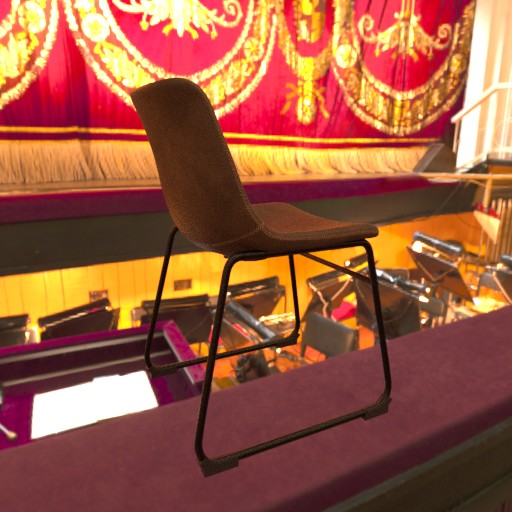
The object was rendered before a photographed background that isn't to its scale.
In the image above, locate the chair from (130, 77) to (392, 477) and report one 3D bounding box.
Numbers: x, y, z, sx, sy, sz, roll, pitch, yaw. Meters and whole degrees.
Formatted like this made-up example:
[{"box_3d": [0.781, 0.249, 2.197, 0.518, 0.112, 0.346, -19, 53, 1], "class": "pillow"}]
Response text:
[{"box_3d": [0.000, 0.000, 1.112, 0.551, 0.780, 0.460, -7, 17, -26], "class": "chair"}]
